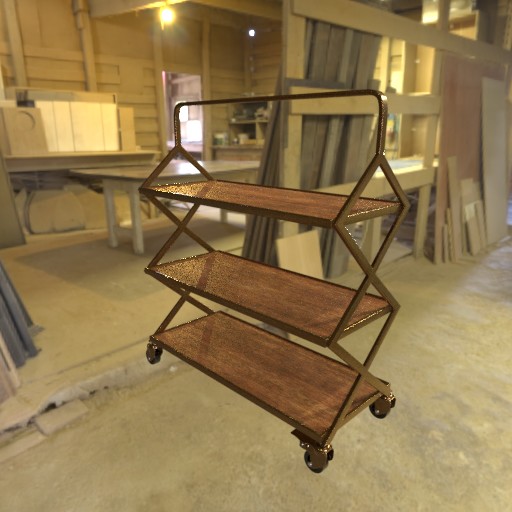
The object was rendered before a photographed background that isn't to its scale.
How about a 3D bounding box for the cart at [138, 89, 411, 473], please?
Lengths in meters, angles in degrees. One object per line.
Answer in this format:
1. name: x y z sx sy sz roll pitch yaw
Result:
1. cart: 0.000 0.000 1.192 0.313 0.805 0.723 -15 22 -43
